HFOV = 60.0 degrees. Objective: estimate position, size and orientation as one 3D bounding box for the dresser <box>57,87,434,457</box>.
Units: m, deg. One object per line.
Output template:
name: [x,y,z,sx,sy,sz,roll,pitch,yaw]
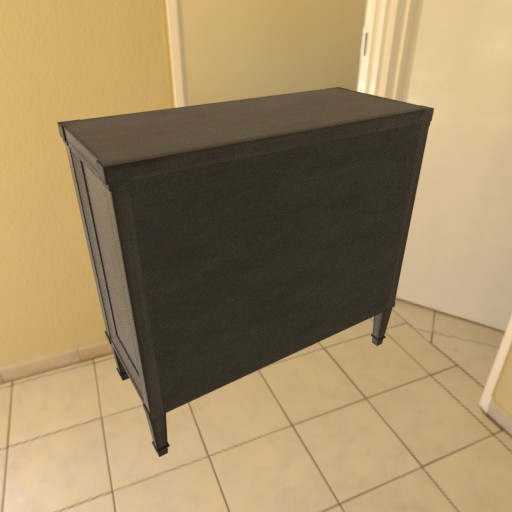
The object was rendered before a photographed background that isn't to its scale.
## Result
dresser: [0.000,0.000,1.582,1.049,0.986,0.463,-18,35,-28]
